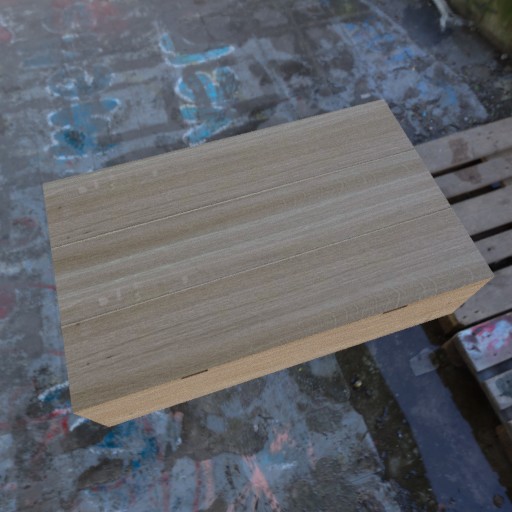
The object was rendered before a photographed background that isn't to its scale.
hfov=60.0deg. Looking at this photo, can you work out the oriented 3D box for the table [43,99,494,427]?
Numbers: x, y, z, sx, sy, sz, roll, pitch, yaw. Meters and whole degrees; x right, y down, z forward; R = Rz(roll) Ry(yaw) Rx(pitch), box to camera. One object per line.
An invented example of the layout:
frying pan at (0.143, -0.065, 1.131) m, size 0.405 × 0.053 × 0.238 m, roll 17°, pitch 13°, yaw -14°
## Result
table at (0.000, 0.000, 1.398) m, size 1.110 × 0.353 × 0.678 m, roll -16°, pitch 64°, yaw -8°
